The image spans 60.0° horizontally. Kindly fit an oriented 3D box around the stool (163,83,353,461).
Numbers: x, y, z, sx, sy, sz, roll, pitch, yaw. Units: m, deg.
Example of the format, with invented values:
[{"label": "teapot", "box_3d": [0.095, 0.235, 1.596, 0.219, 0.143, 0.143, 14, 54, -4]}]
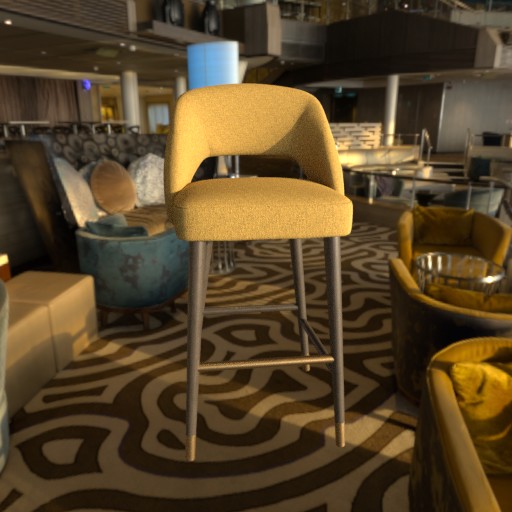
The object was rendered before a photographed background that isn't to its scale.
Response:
[{"label": "stool", "box_3d": [0.000, 0.000, 1.367, 0.536, 1.032, 0.522, -2, 17, -7]}]
